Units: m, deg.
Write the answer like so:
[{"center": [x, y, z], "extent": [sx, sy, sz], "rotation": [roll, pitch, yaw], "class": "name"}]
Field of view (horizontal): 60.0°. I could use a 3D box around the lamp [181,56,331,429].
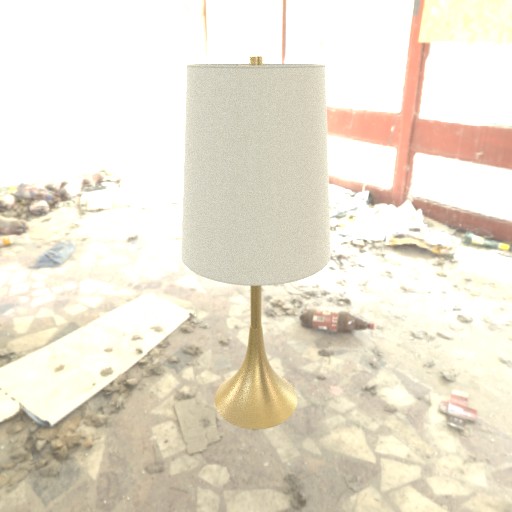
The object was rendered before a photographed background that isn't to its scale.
[{"center": [0.000, 0.000, 0.693], "extent": [0.231, 0.569, 0.231], "rotation": [0, 24, 0], "class": "lamp"}]
